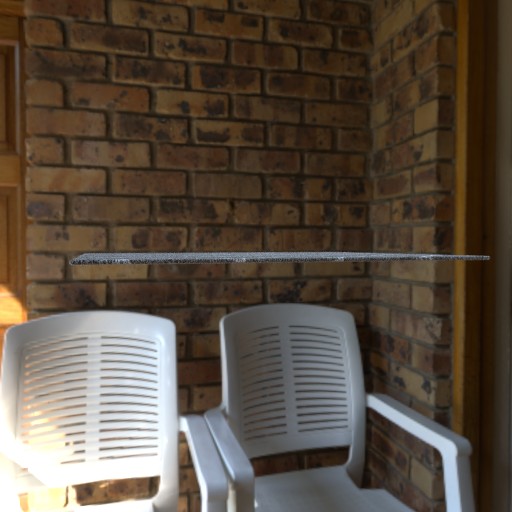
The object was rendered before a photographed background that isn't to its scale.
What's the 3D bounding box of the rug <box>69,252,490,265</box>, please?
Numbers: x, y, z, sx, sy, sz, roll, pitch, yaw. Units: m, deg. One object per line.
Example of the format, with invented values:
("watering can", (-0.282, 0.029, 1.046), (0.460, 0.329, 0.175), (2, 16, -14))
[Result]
("rug", (0.000, 0.000, 4.097), (3.047, 0.029, 2.438), (0, 1, -19))
